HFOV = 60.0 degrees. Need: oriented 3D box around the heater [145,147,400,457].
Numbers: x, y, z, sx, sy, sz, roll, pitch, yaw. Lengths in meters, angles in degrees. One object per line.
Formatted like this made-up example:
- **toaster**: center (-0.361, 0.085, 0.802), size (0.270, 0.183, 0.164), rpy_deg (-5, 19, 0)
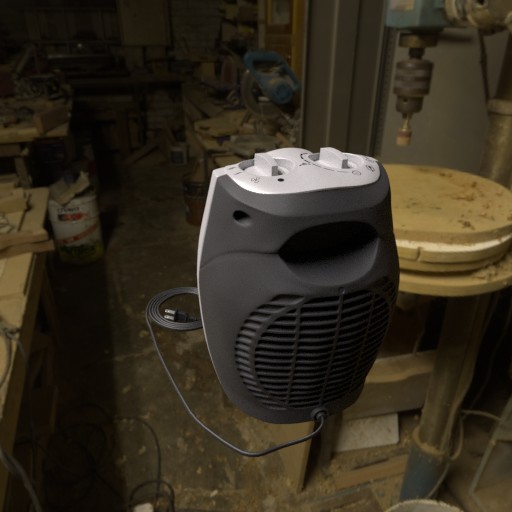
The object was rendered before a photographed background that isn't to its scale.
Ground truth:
- **heater**: center (0.000, 0.000, 0.465), size (0.239, 0.240, 0.291), rpy_deg (-8, 29, -15)
